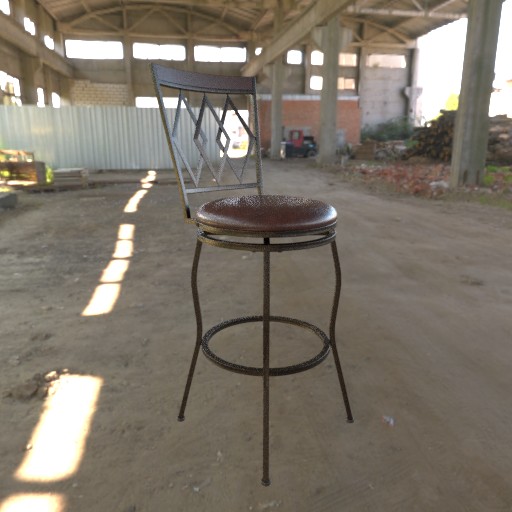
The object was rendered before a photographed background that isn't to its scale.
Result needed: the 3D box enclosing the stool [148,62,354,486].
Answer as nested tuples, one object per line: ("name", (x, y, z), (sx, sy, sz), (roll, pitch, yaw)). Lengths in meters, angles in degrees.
("stool", (0.000, 0.000, 1.393), (0.432, 1.134, 0.521), (-14, 20, -42))
